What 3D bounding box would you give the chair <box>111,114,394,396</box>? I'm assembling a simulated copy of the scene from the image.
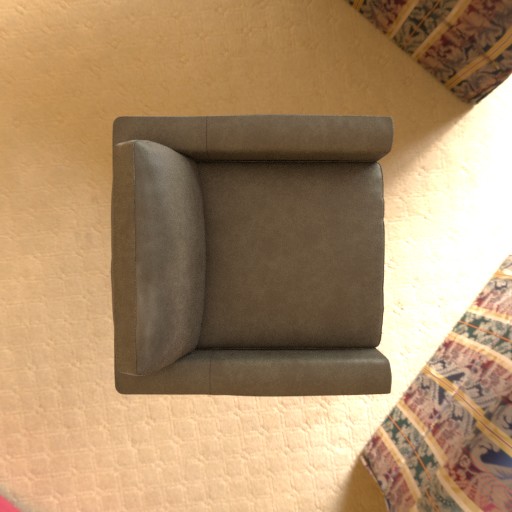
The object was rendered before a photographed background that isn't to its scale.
[{"bbox_3d":[0.000,0.000,1.835,1.080,0.807,1.106,0,92,0],"label":"chair"}]
